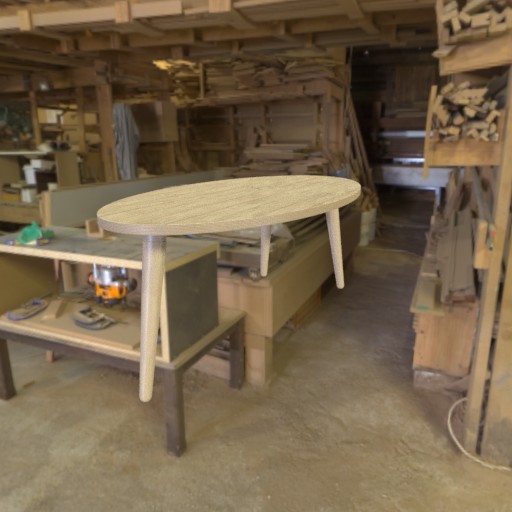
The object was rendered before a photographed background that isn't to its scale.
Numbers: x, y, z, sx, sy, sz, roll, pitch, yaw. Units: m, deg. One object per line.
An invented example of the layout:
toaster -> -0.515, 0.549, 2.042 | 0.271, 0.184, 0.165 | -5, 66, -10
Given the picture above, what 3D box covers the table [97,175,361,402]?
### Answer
table -> 0.000, 0.000, 1.331 | 0.542, 0.390, 1.083 | 8, 17, 26
